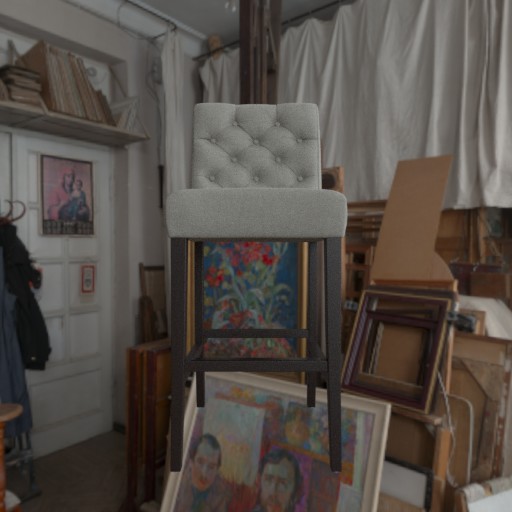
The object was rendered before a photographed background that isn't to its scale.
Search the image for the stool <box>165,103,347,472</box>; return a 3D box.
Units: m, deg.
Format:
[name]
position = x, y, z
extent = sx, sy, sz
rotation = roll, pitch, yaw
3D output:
[stool]
position = 0.000, 0.000, 1.447
extent = 0.493, 1.140, 0.601
rotation = 0, 1, 0
